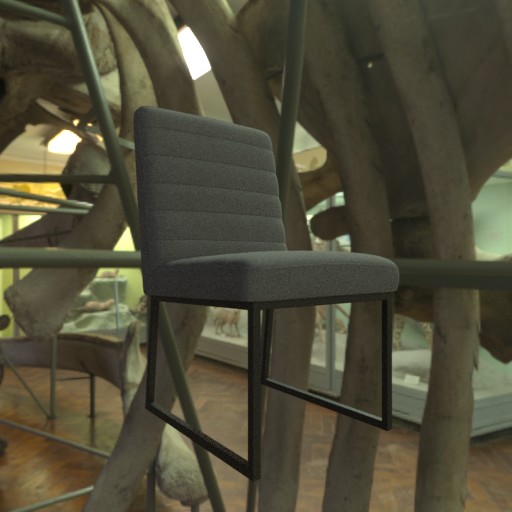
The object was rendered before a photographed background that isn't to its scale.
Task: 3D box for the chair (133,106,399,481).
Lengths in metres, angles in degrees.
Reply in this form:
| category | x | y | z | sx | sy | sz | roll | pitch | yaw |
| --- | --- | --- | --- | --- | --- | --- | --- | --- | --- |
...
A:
| category | x | y | z | sx | sy | sz | roll | pitch | yaw |
| --- | --- | --- | --- | --- | --- | --- | --- | --- | --- |
| chair | 0.000 | 0.000 | 1.288 | 0.520 | 0.930 | 0.634 | 0 | 0 | -37 |
